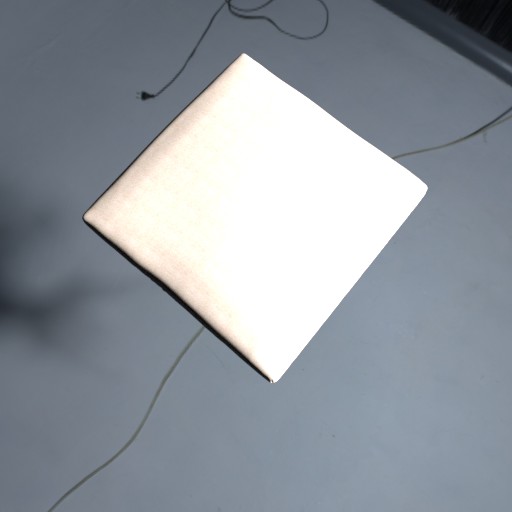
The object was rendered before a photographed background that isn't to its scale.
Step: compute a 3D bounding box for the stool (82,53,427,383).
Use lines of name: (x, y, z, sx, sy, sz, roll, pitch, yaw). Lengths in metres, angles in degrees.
stool: (0.000, 0.000, 0.995, 0.382, 0.768, 0.383, 39, 79, 9)
